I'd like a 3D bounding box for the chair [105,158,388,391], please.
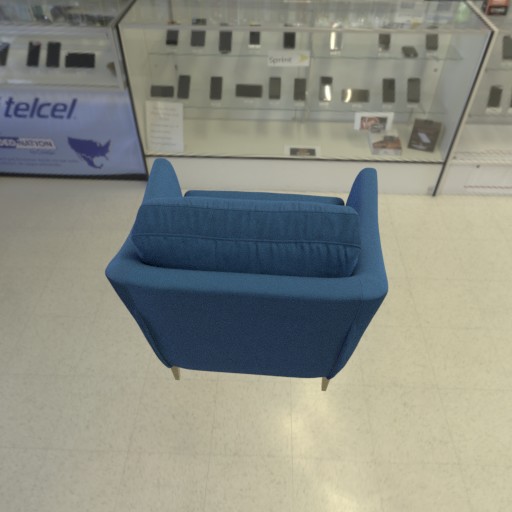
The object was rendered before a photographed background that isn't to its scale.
[{"bbox_3d":[0.000,0.000,1.755,0.987,0.899,0.961,3,45,3],"label":"chair"}]
